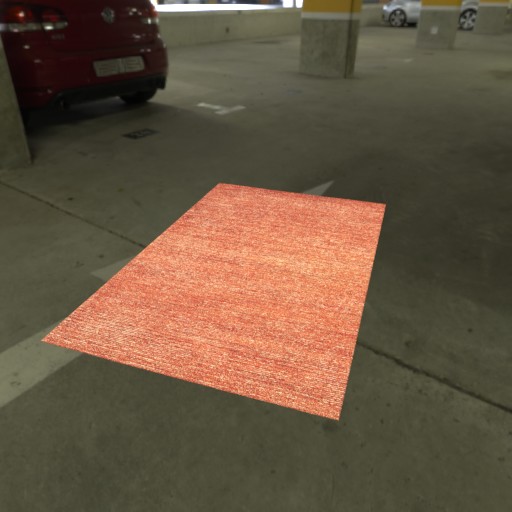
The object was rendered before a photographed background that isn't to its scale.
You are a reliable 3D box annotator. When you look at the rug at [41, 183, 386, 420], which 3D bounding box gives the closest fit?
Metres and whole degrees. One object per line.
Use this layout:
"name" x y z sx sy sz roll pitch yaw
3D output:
"rug" 0.000 0.000 2.243 1.139 0.011 1.747 10 32 16
